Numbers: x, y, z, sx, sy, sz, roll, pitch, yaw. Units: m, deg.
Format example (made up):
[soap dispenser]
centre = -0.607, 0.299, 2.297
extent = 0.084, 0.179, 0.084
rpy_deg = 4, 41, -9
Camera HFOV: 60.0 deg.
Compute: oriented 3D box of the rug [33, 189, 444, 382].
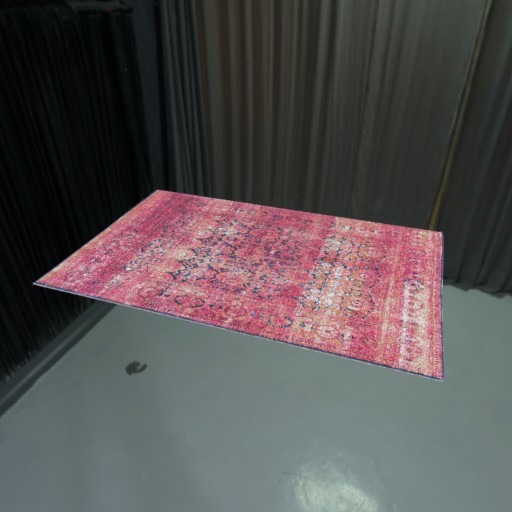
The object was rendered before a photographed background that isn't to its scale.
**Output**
[rug]
centre = 0.000, 0.000, 3.060
extent = 2.449, 0.018, 1.539
rpy_deg = 10, 34, 16
